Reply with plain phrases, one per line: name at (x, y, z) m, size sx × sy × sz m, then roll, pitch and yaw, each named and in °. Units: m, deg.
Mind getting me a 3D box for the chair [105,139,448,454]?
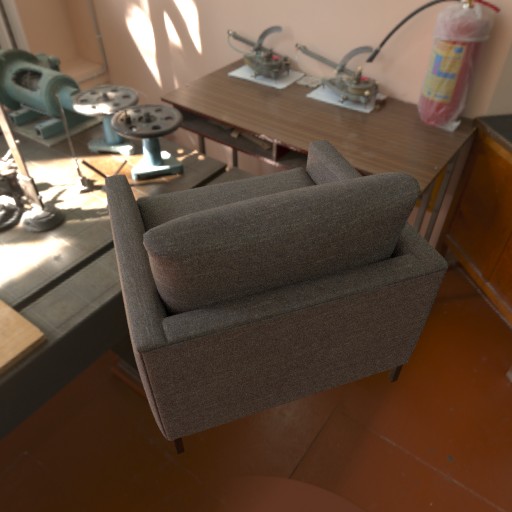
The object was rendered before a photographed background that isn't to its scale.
chair at (0.000, 0.000, 1.594) m, size 0.940 × 0.841 × 0.845 m, roll -13°, pitch 44°, yaw -14°
